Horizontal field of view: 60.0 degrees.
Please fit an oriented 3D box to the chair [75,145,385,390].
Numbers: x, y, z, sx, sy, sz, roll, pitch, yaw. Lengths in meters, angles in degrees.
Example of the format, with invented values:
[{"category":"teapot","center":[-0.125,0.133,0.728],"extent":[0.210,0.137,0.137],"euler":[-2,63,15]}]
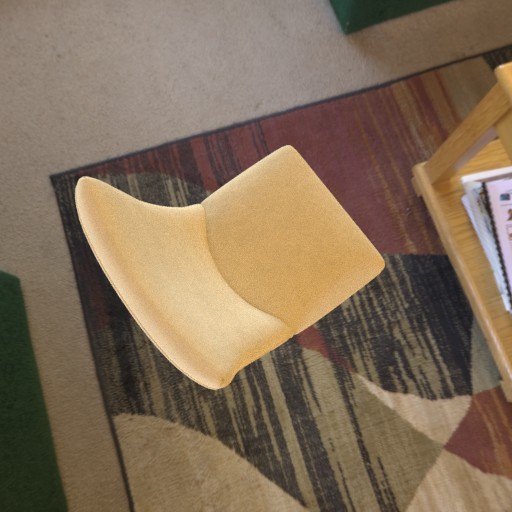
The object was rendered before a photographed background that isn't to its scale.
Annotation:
[{"category":"chair","center":[0.000,0.000,1.257],"extent":[0.610,0.902,0.495],"euler":[-35,79,-8]}]
